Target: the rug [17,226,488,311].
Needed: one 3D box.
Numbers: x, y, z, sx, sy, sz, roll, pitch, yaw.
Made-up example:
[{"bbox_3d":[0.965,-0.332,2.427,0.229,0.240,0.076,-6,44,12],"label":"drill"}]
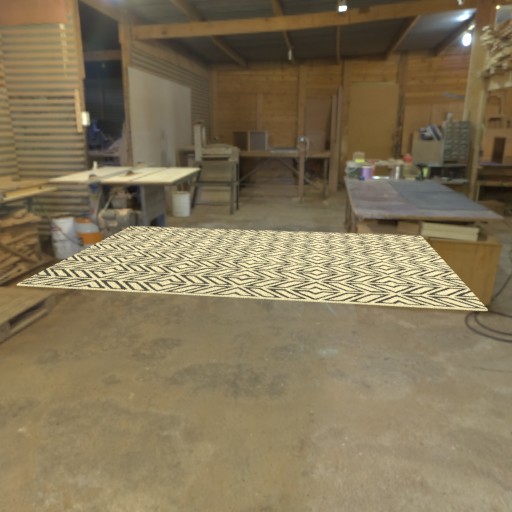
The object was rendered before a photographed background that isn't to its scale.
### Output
[{"bbox_3d":[0.000,0.000,2.976,2.438,0.008,1.523,2,16,8],"label":"rug"}]
